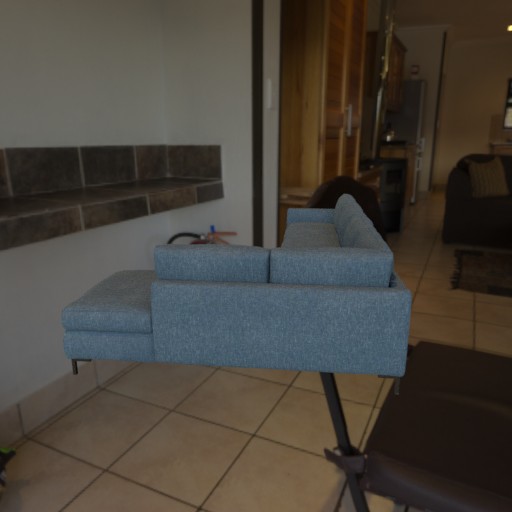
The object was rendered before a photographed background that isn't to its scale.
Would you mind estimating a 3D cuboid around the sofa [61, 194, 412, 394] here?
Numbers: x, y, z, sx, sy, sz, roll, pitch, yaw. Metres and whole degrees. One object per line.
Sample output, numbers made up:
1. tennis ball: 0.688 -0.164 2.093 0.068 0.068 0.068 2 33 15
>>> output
1. sofa: 0.000 0.000 3.884 2.007 0.815 2.949 2 15 6
